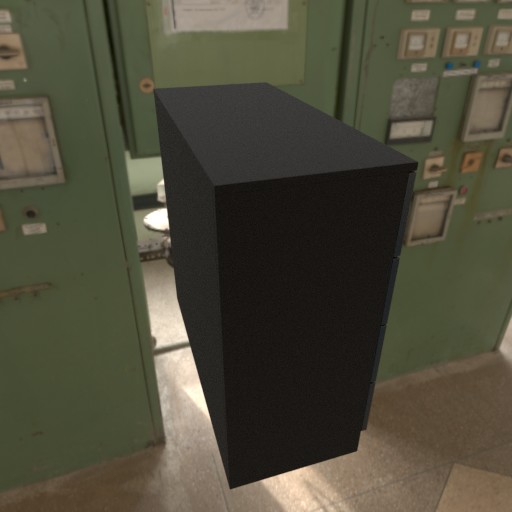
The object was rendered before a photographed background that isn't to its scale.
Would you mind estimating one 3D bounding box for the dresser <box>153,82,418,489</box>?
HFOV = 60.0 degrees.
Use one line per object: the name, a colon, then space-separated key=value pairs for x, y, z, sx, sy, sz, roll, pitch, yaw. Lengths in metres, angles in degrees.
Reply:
dresser: x=0.000 y=0.000 z=1.155 sx=0.360 sy=0.720 sz=0.750 roll=-9 pitch=32 yaw=-15
